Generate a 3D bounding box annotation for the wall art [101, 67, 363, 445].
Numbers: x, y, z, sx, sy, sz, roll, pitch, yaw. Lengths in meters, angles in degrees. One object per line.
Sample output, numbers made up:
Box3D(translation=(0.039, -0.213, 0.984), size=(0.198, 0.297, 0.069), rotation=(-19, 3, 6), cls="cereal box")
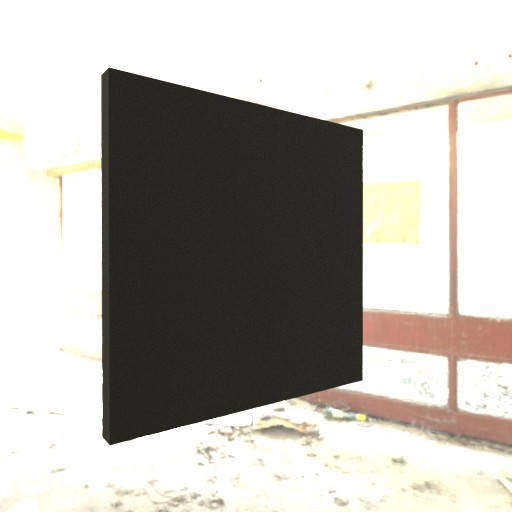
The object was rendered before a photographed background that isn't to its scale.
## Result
Box3D(translation=(0.000, 0.000, 0.685), size=(0.462, 0.458, 0.030), rotation=(0, 1, -36), cls="wall art")
